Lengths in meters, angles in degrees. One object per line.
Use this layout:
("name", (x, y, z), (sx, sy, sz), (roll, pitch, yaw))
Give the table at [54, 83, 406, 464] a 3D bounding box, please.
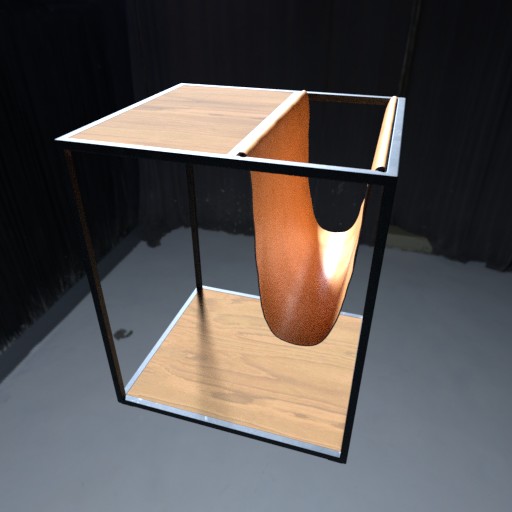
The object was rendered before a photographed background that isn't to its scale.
("table", (0.000, 0.000, 0.844), (0.450, 0.536, 0.399), (9, 33, 14))
